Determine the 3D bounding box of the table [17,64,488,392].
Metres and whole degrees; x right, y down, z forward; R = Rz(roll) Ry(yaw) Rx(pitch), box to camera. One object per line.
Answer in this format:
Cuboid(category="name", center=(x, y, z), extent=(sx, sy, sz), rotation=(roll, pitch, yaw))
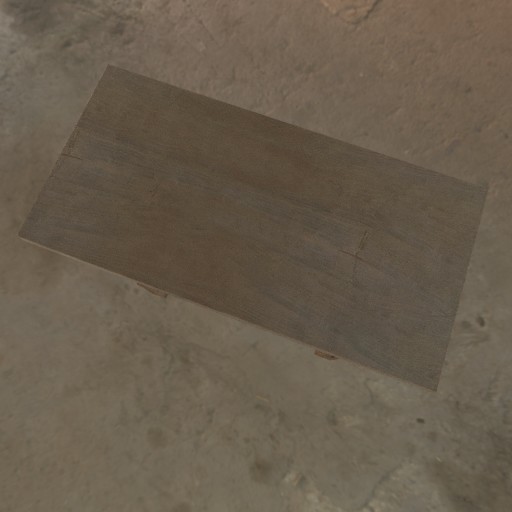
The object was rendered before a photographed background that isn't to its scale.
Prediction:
Cuboid(category="table", center=(0.000, 0.000, 1.608), extent=(1.119, 0.914, 0.556), rotation=(20, 76, 5))
